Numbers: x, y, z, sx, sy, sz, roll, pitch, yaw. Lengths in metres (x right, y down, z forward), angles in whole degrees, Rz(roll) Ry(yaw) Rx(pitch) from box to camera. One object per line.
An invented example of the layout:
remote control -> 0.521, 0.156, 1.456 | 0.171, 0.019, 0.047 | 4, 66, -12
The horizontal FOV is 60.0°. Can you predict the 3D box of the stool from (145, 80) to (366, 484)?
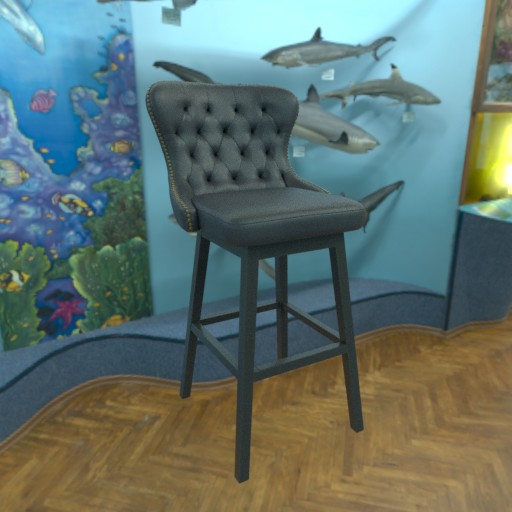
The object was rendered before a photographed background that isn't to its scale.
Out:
stool -> 0.000, 0.000, 1.387 | 0.528, 1.050, 0.601 | -9, 19, -28
